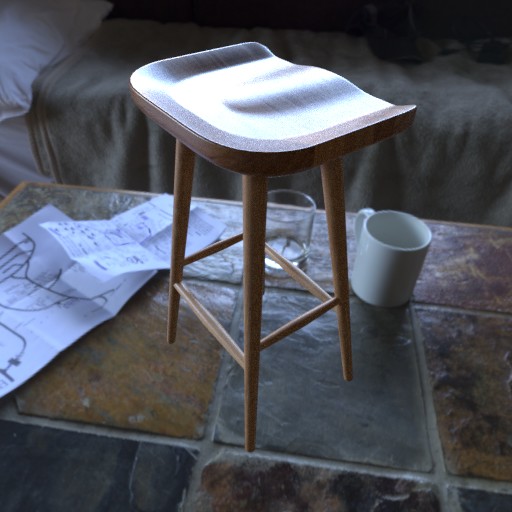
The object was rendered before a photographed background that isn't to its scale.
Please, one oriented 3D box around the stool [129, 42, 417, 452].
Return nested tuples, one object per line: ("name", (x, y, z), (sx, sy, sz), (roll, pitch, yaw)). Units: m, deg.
("stool", (0.000, 0.000, 0.918), (0.322, 0.698, 0.407), (-26, 47, -27))
